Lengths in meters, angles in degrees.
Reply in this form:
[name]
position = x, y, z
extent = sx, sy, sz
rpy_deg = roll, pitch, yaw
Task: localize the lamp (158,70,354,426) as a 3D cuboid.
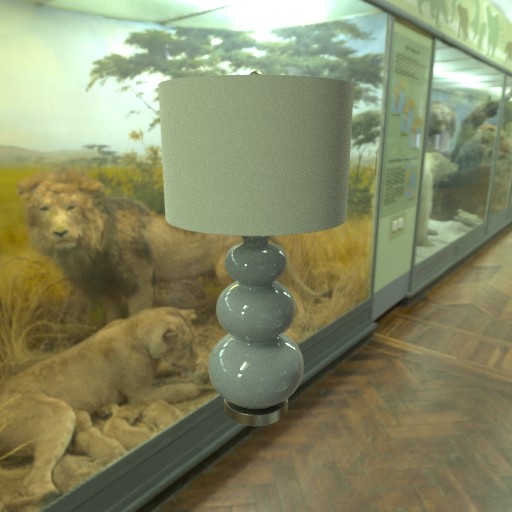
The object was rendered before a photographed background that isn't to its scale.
[lamp]
position = 0.000, 0.000, 0.940
extent = 0.367, 0.730, 0.367
rpy_deg = 2, 16, 8
